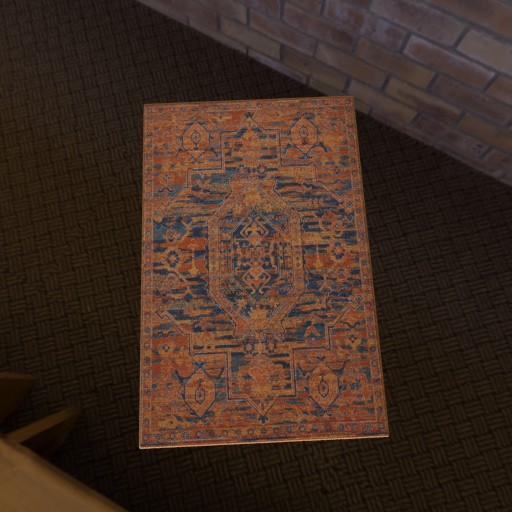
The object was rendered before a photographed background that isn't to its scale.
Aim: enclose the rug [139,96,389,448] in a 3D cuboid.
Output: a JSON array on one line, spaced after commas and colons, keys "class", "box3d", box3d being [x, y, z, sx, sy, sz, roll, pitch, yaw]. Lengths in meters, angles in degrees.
[{"class": "rug", "box3d": [0.000, 0.000, 2.230, 1.148, 0.013, 1.758, -3, 77, -1]}]
